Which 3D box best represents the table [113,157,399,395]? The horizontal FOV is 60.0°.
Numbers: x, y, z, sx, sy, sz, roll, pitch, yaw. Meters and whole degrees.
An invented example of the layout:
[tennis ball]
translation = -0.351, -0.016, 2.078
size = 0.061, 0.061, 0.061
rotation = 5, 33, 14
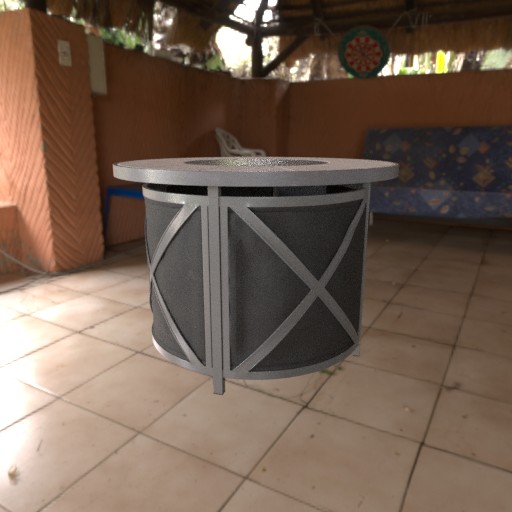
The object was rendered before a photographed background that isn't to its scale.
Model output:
[table]
translation = 0.000, 0.000, 1.565
size = 0.914, 0.650, 0.914
rotation = 0, 15, 0
